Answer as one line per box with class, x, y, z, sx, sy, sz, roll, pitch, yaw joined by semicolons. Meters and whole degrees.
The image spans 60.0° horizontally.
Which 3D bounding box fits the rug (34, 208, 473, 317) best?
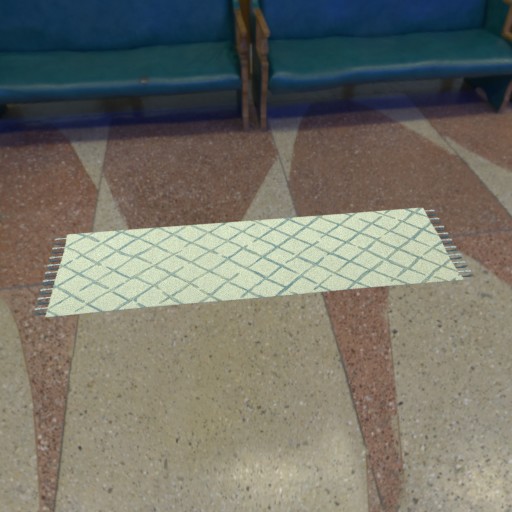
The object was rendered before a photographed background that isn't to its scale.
rug;0.000;0.000;2.568;2.372;0.008;0.620;-5;46;-4
